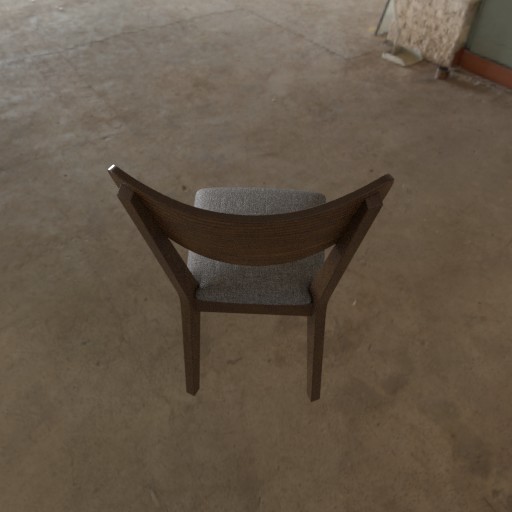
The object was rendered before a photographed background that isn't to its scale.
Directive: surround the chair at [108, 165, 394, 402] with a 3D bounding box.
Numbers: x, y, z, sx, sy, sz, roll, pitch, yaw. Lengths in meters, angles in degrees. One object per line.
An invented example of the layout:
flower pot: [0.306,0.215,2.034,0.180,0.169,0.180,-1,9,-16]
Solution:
chair: [0.000,0.000,1.194,0.491,0.849,0.583,2,46,2]
